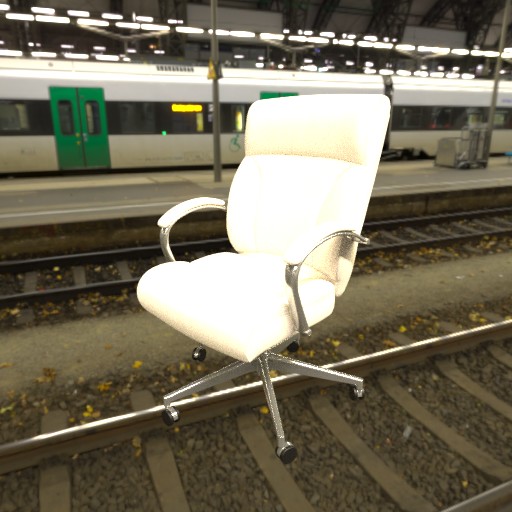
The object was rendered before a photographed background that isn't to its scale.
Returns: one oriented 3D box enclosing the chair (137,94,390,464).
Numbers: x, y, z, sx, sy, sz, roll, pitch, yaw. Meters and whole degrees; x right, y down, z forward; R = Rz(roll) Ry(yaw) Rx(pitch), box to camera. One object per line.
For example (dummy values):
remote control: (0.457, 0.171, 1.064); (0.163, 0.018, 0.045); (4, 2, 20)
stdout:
chair: (0.000, 0.000, 1.582); (0.745, 1.099, 0.727); (-16, 23, -42)
